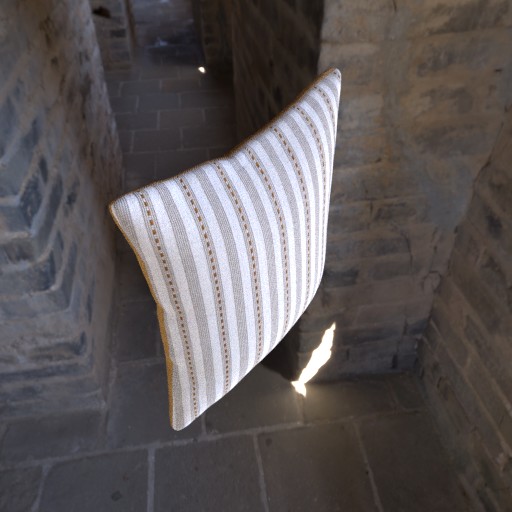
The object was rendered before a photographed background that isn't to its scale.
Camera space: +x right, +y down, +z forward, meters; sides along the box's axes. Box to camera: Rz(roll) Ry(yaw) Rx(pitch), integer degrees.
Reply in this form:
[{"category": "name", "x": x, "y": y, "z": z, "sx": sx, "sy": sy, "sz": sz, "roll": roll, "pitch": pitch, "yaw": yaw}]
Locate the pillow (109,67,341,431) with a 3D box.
[{"category": "pillow", "x": 0.000, "y": 0.000, "z": 0.669, "sx": 0.147, "sy": 0.437, "sz": 0.432, "roll": 25, "pitch": 47, "yaw": 25}]
